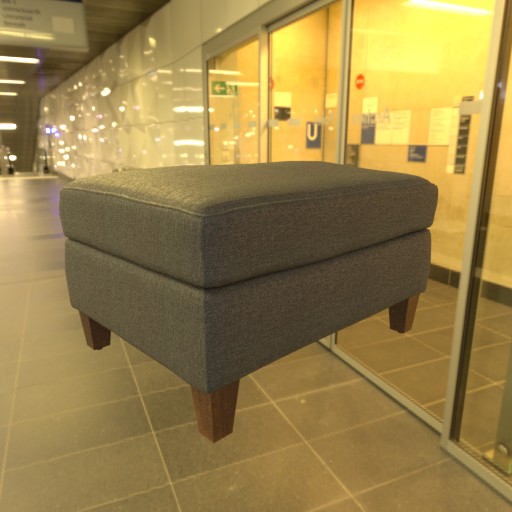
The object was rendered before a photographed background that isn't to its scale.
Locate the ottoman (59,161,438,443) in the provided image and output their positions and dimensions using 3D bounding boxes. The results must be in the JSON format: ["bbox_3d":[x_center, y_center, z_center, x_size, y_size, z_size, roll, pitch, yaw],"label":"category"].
[{"bbox_3d":[0.000,0.000,1.204,0.826,0.496,0.639,-14,20,-42],"label":"ottoman"}]
